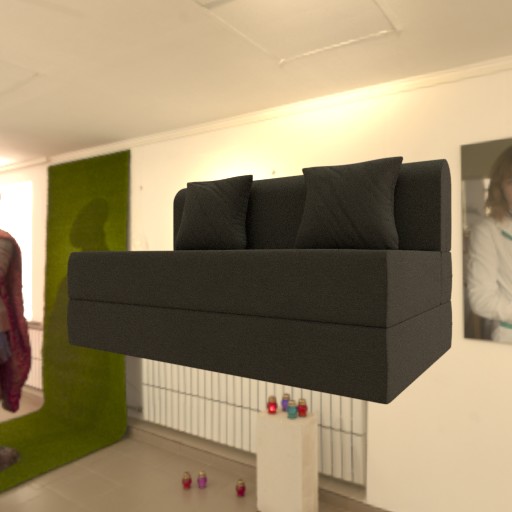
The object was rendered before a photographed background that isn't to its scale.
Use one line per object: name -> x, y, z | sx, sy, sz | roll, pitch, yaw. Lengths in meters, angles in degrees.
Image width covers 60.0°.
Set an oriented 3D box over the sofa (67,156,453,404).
sofa -> 0.000, 0.000, 1.645 | 1.225, 0.670, 0.762 | 0, 0, 34
